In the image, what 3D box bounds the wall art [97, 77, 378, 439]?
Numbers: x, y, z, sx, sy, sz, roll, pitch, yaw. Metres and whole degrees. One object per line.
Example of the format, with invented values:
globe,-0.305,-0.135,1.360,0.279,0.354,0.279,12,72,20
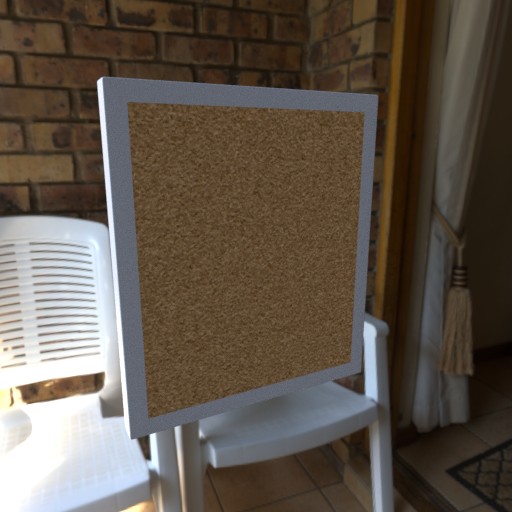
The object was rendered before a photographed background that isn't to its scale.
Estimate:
wall art,0.000,0.000,0.535,0.331,0.381,0.028,-7,16,-27
